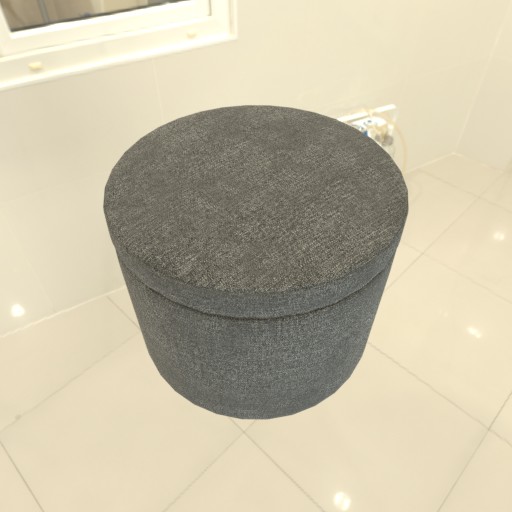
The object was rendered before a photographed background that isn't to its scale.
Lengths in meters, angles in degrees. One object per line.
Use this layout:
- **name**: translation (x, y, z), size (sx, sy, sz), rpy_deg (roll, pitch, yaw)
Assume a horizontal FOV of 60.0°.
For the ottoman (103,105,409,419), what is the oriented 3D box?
- **ottoman**: translation (0.000, 0.000, 0.872), size (0.500, 0.419, 0.500), rpy_deg (0, 46, 0)
